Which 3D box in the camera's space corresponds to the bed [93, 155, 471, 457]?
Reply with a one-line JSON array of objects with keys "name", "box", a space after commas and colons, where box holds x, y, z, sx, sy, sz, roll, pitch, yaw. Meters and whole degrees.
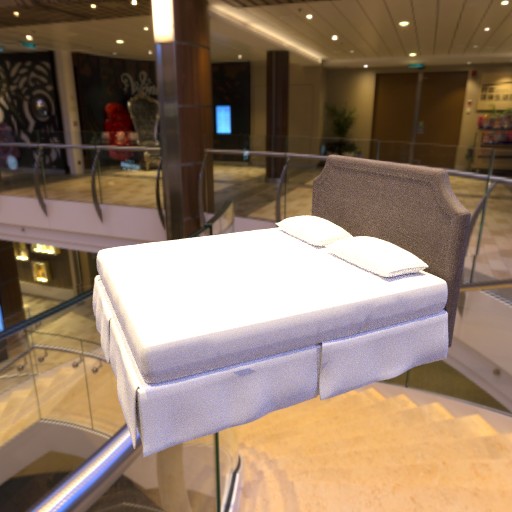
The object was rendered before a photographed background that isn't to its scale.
[{"name": "bed", "box": [0.000, 0.000, 4.043, 2.773, 1.590, 2.350, -8, 19, -24]}]
